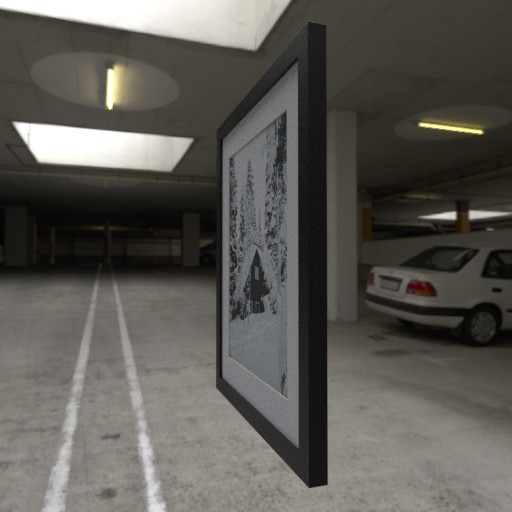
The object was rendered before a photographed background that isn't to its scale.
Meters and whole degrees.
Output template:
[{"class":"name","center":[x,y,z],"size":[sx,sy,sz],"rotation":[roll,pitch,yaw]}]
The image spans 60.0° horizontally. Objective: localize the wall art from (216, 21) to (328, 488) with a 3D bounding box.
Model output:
[{"class":"wall art","center":[0.000,0.000,0.533],"size":[0.018,0.397,0.325],"rotation":[0,-1,-19]}]
